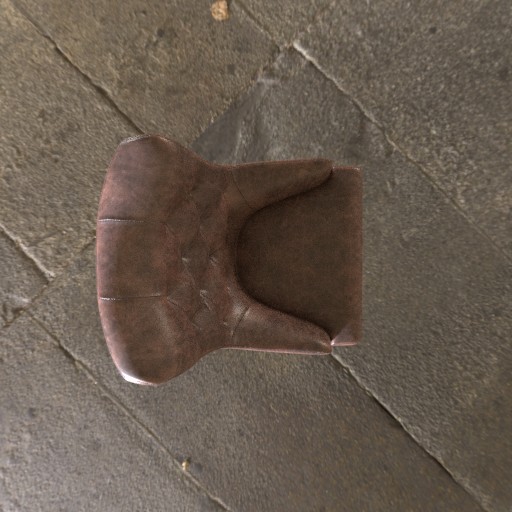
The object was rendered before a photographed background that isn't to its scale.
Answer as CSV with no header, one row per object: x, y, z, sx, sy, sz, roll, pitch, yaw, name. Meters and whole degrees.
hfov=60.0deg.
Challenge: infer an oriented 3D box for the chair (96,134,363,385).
0.000,0.000,1.502,0.762,1.035,0.641,0,91,0,chair
